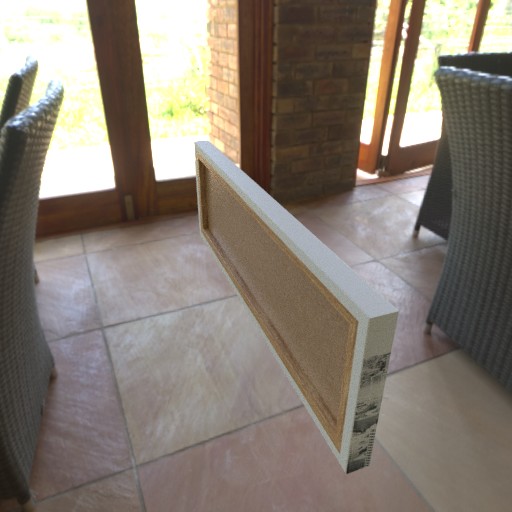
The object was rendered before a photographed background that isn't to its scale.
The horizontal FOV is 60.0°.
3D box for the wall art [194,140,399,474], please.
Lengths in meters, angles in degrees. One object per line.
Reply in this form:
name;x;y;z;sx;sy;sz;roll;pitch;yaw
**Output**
wall art;0.000;0.000;0.839;0.038;0.255;0.763;-10;31;-18
